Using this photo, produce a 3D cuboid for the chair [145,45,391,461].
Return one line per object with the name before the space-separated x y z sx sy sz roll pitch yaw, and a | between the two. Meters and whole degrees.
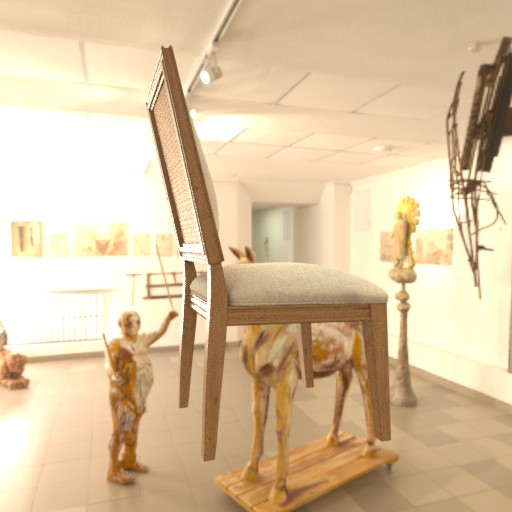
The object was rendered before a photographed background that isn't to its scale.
chair | 0.000 0.000 1.320 0.601 0.988 0.536 -1 2 -19
